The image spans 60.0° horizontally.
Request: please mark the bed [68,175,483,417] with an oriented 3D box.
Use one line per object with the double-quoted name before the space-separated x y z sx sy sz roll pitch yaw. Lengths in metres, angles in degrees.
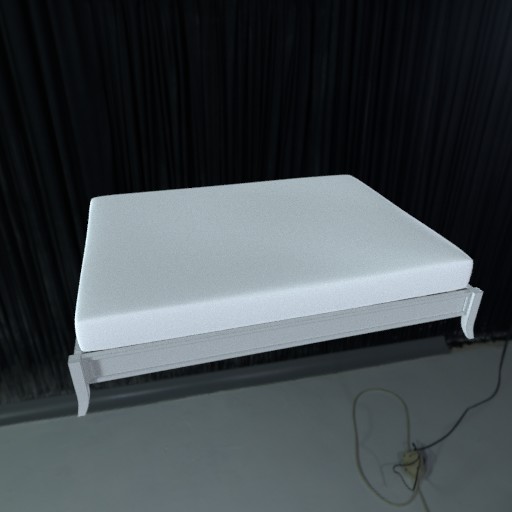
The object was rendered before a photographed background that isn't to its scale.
"bed" 0.000 0.000 2.806 2.108 0.510 1.604 -7 30 -13
